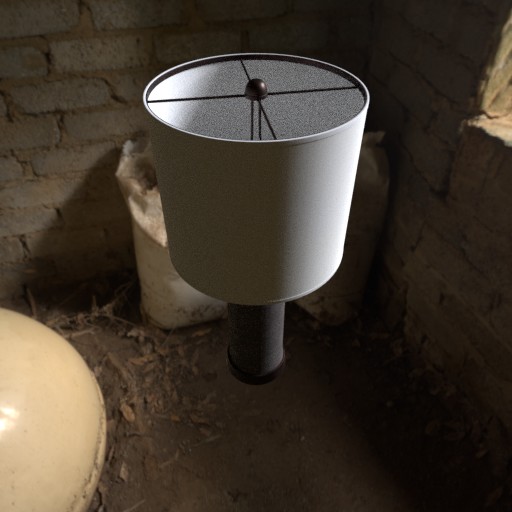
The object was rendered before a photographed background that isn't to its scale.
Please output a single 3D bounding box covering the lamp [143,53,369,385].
[{"bbox_3d":[0.000,0.000,0.799,0.301,0.630,0.301,25,47,25],"label":"lamp"}]
